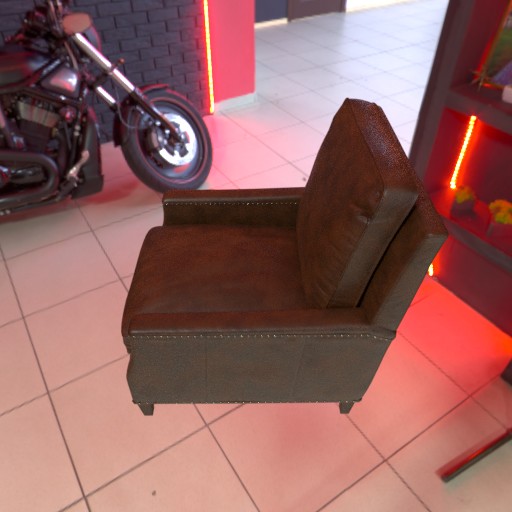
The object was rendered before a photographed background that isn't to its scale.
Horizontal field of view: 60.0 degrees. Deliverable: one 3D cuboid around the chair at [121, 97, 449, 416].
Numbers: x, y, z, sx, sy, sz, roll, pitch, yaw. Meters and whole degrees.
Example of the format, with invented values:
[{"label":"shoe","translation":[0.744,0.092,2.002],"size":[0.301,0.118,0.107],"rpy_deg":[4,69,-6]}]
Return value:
[{"label":"chair","translation":[0.000,0.000,1.788],"size":[1.035,1.054,0.854],"rpy_deg":[0,42,0]}]
